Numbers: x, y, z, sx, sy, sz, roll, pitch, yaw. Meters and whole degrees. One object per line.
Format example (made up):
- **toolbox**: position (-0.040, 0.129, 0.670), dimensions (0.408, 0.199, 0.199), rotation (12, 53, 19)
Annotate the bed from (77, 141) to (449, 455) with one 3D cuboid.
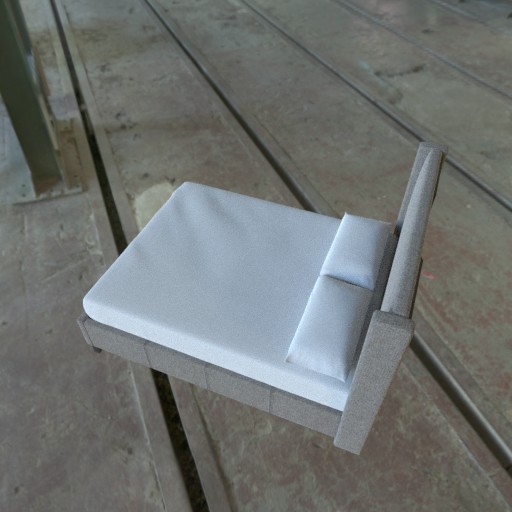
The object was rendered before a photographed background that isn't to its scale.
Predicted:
- **bed**: position (0.000, 0.000, 3.377), dimensions (2.245, 1.481, 1.714), rotation (16, 48, 15)
